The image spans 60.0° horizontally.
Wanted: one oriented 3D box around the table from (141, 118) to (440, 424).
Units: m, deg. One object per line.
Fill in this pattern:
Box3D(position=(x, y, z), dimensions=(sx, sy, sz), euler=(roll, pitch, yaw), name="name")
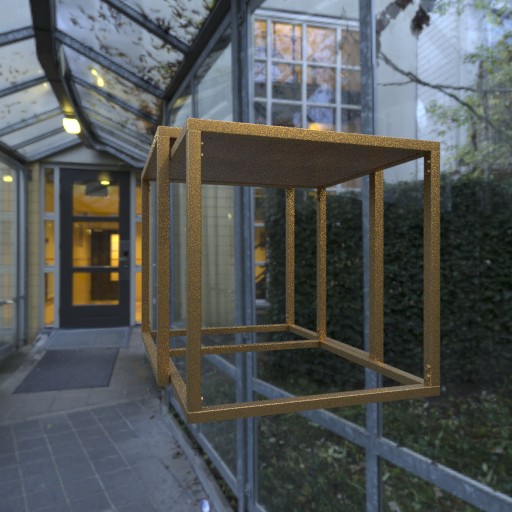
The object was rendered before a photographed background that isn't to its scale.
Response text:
Box3D(position=(0.000, 0.000, 1.091), dimensions=(0.505, 0.505, 0.762), euler=(0, 0, -18), name="table")
